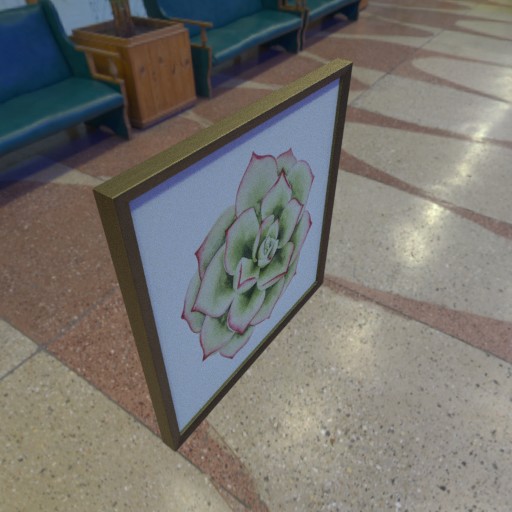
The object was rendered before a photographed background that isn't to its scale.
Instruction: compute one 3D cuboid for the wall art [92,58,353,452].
[{"bbox_3d":[0.000,0.000,0.743,0.031,0.506,0.503,25,47,26],"label":"wall art"}]
